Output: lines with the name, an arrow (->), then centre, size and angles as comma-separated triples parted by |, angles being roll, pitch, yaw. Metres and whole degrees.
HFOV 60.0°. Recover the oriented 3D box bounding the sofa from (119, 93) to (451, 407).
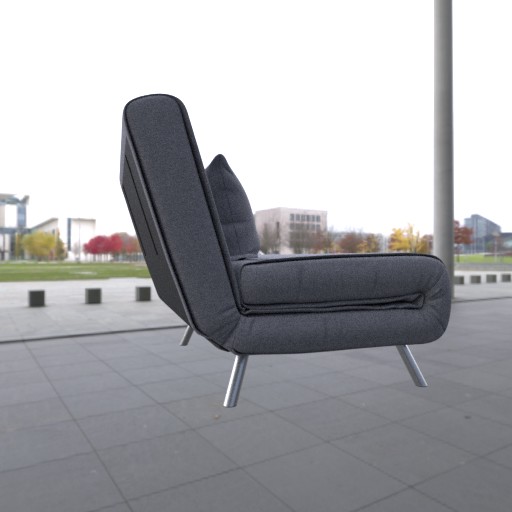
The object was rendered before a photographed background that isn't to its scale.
sofa -> 0.000, 0.000, 1.706 | 1.000, 0.825, 1.020 | 0, 0, -18
